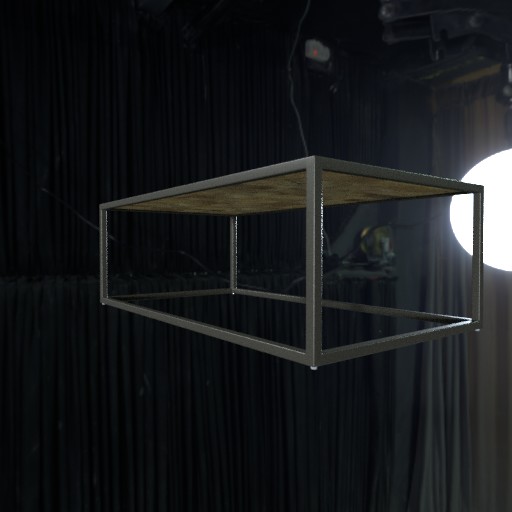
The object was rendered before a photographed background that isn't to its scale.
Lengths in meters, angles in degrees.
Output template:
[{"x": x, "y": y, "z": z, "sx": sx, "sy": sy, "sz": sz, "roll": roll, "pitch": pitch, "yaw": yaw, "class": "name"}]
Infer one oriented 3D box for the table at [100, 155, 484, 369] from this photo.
[{"x": 0.000, "y": 0.000, "z": 1.488, "sx": 0.649, "sy": 0.398, "sz": 1.199, "roll": -1, "pitch": 2, "yaw": -37, "class": "table"}]
